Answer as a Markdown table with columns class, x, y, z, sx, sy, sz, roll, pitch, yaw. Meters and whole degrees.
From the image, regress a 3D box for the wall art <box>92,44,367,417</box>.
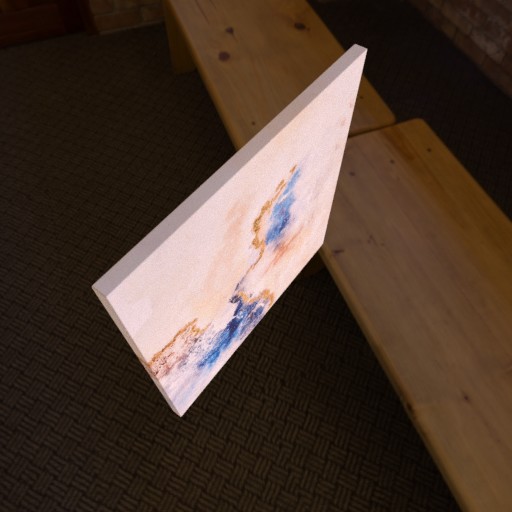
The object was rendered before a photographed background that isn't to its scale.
| class | x | y | z | sx | sy | sz | roll | pitch | yaw |
| --- | --- | --- | --- | --- | --- | --- | --- | --- | --- |
| wall art | 0.000 | 0.000 | 1.320 | 0.038 | 0.889 | 0.889 | 33 | 63 | 19 |
